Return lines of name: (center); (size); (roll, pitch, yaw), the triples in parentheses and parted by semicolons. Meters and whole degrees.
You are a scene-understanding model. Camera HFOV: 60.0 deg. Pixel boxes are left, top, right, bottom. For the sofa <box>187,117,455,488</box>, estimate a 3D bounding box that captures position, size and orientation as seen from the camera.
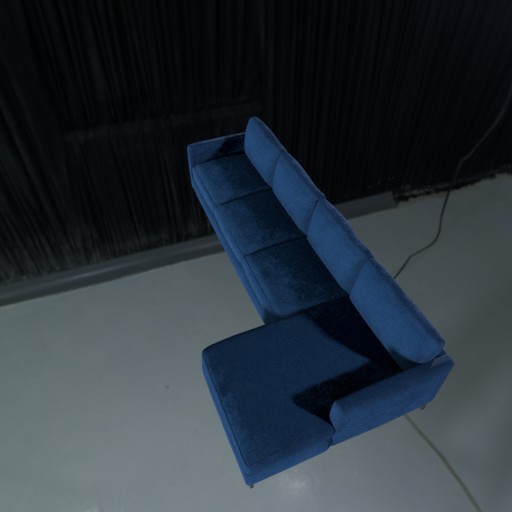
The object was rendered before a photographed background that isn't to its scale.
sofa: (0.000, 0.000, 3.469); (1.350, 0.810, 2.932); (-17, 48, -16)
